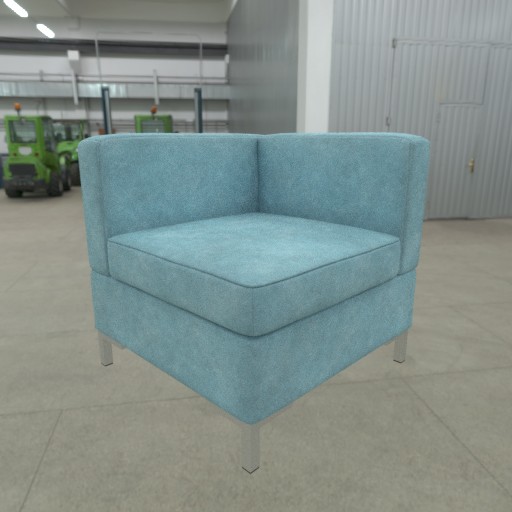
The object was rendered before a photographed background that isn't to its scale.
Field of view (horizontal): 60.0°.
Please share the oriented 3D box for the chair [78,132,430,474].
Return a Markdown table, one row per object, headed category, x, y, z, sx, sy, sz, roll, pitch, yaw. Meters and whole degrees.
| category | x | y | z | sx | sy | sz | roll | pitch | yaw |
| --- | --- | --- | --- | --- | --- | --- | --- | --- | --- |
| chair | 0.000 | 0.000 | 1.227 | 0.684 | 0.660 | 0.691 | 15 | 21 | 43 |
